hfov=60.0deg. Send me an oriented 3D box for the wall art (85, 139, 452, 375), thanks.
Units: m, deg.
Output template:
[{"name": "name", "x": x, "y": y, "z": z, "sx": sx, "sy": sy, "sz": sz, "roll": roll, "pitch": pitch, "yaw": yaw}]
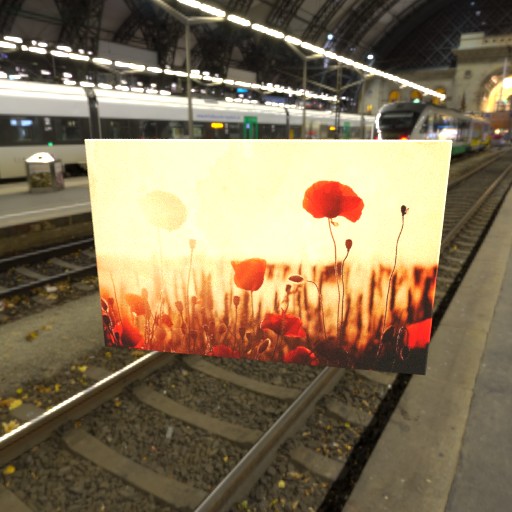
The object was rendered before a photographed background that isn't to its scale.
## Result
[{"name": "wall art", "x": 0.000, "y": 0.000, "z": 1.187, "sx": 0.918, "sy": 0.602, "sz": 0.038, "roll": 3, "pitch": 16, "yaw": 10}]
